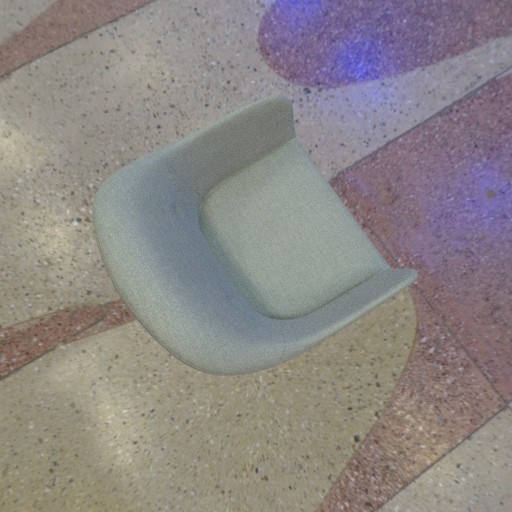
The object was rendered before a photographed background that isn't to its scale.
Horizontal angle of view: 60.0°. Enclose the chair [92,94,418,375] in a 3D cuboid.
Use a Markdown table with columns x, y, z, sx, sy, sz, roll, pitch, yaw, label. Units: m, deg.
| x | y | z | sx | sy | sz | roll | pitch | yaw | label |
| --- | --- | --- | --- | --- | --- | --- | --- | --- | --- |
| 0.000 | 0.000 | 1.145 | 0.570 | 0.780 | 0.540 | -31 | 77 | -8 | chair |
